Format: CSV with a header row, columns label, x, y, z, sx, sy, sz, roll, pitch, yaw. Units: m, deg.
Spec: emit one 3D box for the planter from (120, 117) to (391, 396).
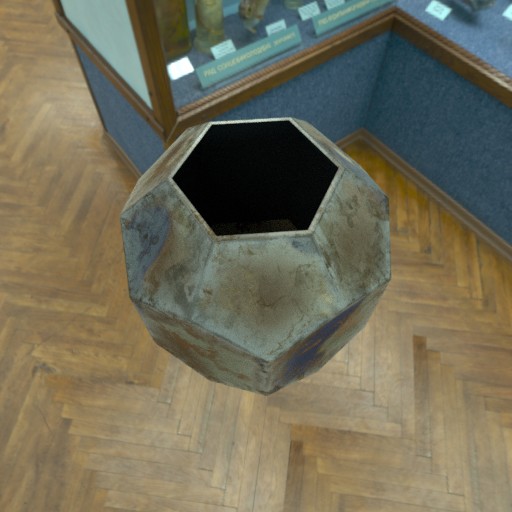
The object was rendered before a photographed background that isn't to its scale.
label,x,y,z,sx,sy,sz,roll,pitch,yaw
planter,0.000,0.000,0.430,0.243,0.238,0.221,-31,64,-17
